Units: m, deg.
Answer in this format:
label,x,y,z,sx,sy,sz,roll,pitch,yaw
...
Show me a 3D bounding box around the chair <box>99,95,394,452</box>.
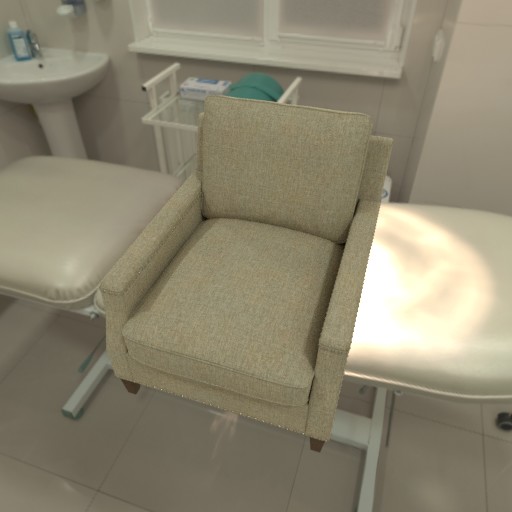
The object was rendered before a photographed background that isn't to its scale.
label,x,y,z,sx,sy,sz,roll,pitch,yaw
chair,0.000,0.000,1.743,0.853,0.943,1.014,12,42,14
